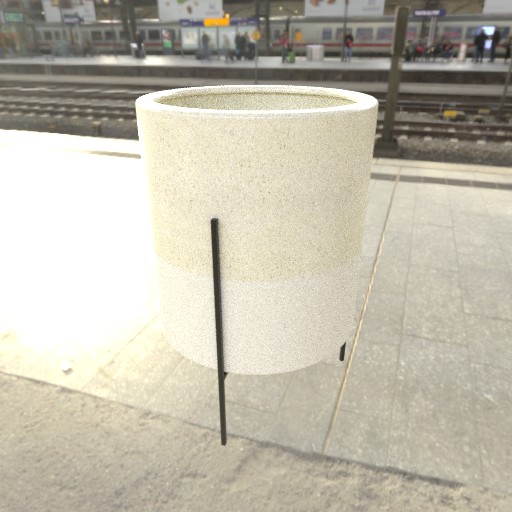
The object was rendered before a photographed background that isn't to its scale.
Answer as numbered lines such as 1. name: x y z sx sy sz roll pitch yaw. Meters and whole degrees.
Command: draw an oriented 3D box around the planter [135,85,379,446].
1. planter: 0.000 0.000 0.707 0.324 0.483 0.333 8 27 16
